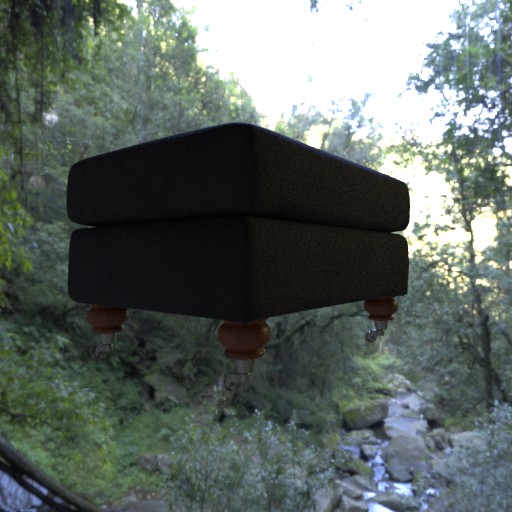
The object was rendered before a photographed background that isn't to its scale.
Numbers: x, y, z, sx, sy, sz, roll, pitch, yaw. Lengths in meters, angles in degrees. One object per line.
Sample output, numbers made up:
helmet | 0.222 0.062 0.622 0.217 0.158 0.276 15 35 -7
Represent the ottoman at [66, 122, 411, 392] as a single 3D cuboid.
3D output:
ottoman | 0.000 0.000 1.156 0.574 0.497 0.773 0 0 38
